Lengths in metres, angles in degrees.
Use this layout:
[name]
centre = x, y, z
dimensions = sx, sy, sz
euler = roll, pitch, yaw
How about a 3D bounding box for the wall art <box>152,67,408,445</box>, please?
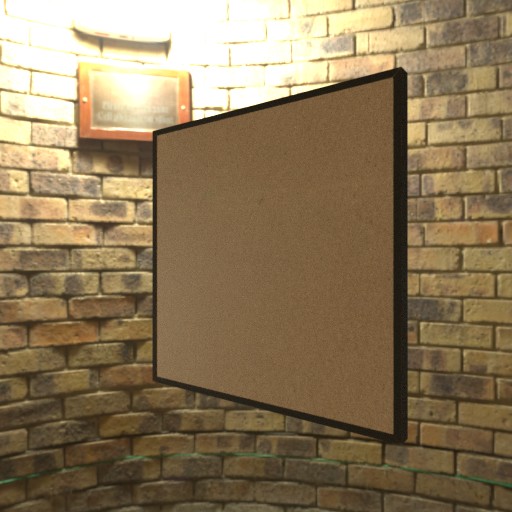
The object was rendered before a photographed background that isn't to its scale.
[wall art]
centre = 0.000, 0.000, 1.136
dimensions = 0.762, 0.762, 0.038
euler = 0, 0, 37
